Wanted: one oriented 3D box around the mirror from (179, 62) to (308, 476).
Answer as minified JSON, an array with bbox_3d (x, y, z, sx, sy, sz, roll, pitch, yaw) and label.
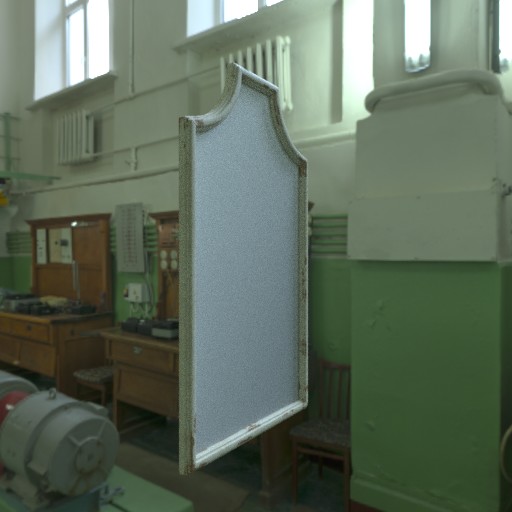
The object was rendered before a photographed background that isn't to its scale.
[{"bbox_3d":[0.000,0.000,0.884,0.022,0.717,0.403,0,0,36],"label":"mirror"}]
